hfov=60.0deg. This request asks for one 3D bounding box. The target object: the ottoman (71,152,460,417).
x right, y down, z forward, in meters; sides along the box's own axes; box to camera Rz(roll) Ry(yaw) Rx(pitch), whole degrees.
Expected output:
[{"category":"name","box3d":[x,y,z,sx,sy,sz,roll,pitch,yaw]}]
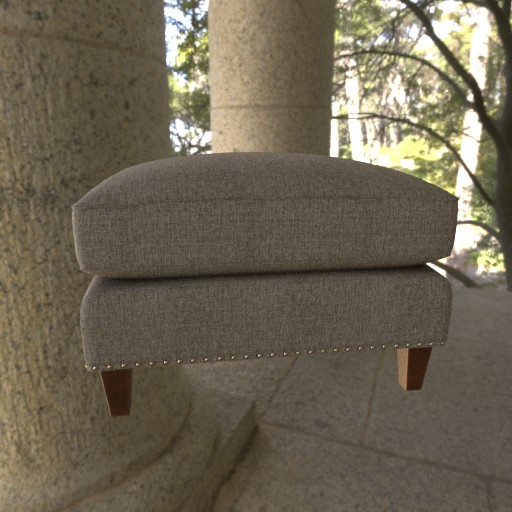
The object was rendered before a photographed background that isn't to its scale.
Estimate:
[{"category":"ottoman","box3d":[0.000,0.000,1.123,0.741,0.513,0.584,-2,15,-8]}]
